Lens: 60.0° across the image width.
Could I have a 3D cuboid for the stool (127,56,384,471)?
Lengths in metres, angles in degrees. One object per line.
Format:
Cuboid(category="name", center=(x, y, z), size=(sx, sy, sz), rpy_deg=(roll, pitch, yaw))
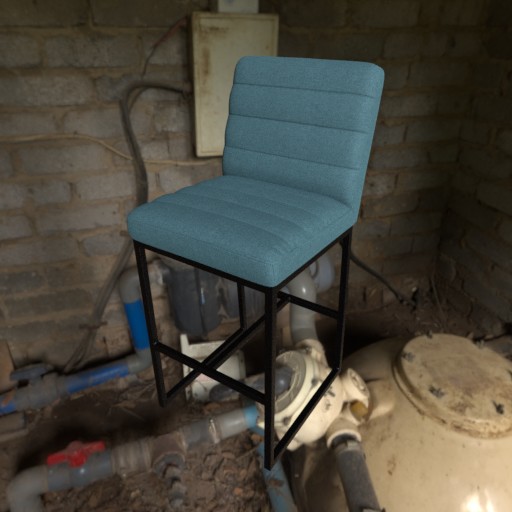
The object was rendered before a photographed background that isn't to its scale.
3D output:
Cuboid(category="stool", center=(0.000, 0.000, 1.310), size=(0.460, 1.040, 0.560), rpy_deg=(18, 33, 29))
